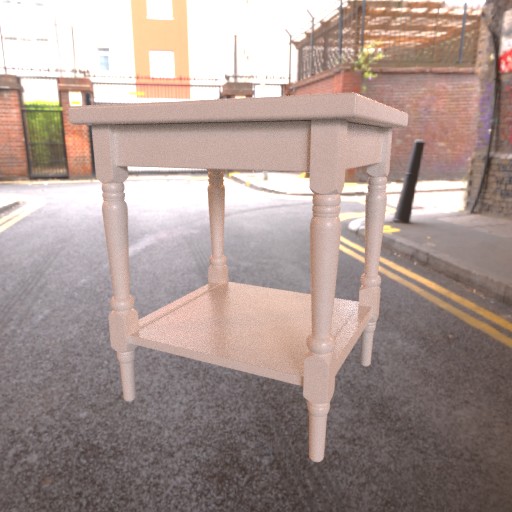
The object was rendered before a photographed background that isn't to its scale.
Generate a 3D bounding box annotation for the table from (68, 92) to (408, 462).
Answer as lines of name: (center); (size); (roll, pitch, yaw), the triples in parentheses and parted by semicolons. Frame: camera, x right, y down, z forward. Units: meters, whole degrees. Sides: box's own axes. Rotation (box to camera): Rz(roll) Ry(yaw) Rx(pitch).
table: (0.000, 0.000, 0.901); (0.488, 0.565, 0.442); (7, 16, 25)
